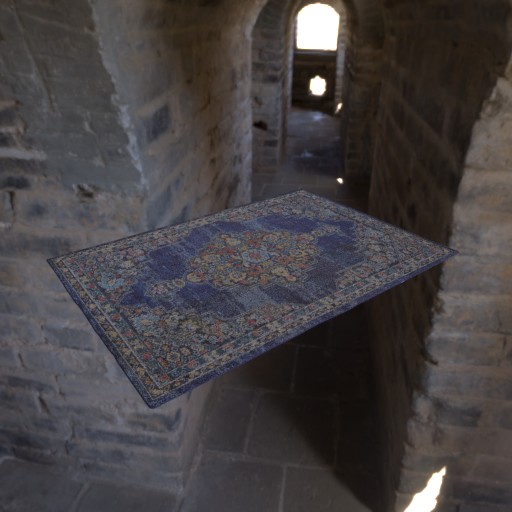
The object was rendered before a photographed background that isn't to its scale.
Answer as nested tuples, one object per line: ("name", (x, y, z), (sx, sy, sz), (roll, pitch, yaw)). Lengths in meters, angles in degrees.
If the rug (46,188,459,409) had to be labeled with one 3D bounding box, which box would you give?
("rug", (0.000, 0.000, 3.820), (2.940, 0.011, 2.053), (-20, 34, -32))
